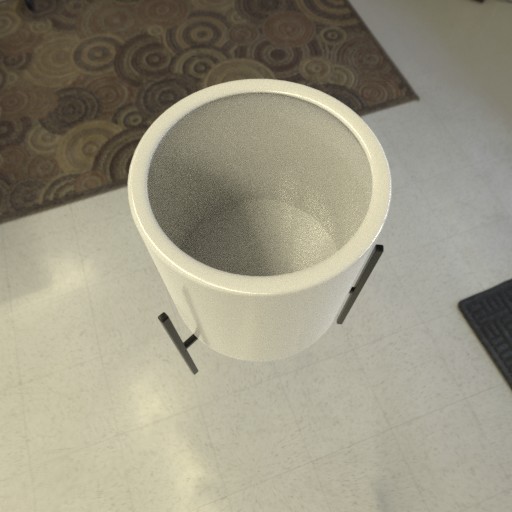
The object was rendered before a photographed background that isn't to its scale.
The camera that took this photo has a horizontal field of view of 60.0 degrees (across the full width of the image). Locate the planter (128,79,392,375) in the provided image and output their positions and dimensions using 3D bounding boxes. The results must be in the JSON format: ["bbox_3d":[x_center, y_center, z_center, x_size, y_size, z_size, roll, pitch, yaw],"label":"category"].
[{"bbox_3d":[0.000,0.000,0.529,0.239,0.356,0.239,-16,65,-8],"label":"planter"}]
